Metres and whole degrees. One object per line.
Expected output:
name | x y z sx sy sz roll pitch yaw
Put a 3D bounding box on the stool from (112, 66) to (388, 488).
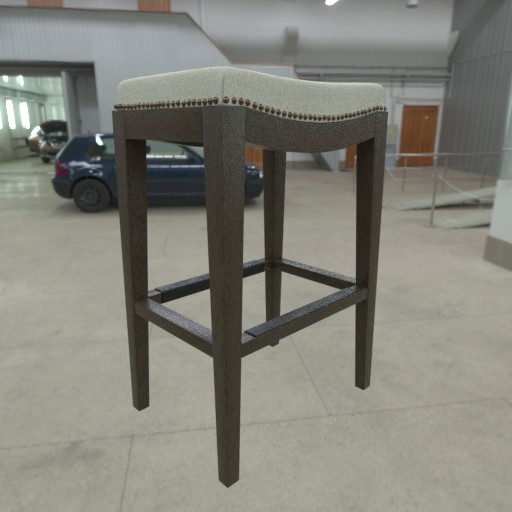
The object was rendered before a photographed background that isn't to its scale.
stool | 0.000 0.000 1.028 0.498 0.759 0.358 -15 22 -42
